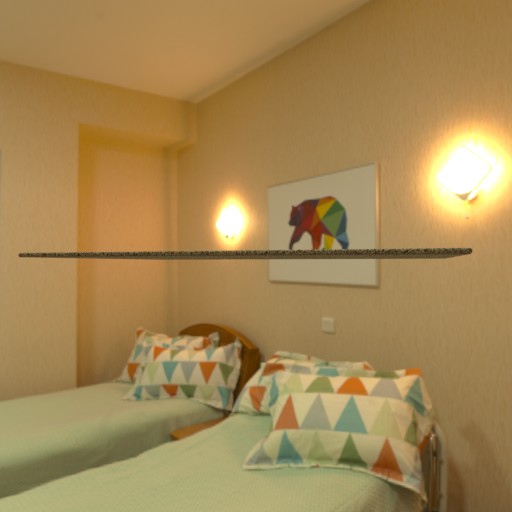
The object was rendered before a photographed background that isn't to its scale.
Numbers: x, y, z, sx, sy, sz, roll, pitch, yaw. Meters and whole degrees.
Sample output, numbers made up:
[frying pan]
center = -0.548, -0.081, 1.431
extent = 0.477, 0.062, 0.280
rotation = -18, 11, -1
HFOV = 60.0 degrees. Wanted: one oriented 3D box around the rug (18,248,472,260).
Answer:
[rug]
center = 0.000, 0.000, 3.319
extent = 2.743, 0.030, 1.778
rotation = 0, -1, 20
